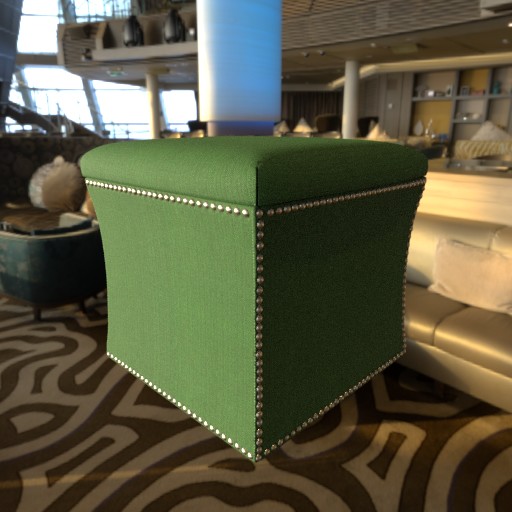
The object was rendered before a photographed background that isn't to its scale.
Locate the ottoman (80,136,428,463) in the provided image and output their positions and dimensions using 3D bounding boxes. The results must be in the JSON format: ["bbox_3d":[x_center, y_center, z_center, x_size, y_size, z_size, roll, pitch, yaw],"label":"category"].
[{"bbox_3d":[0.000,0.000,0.913,0.497,0.475,0.507,16,23,42],"label":"ottoman"}]
